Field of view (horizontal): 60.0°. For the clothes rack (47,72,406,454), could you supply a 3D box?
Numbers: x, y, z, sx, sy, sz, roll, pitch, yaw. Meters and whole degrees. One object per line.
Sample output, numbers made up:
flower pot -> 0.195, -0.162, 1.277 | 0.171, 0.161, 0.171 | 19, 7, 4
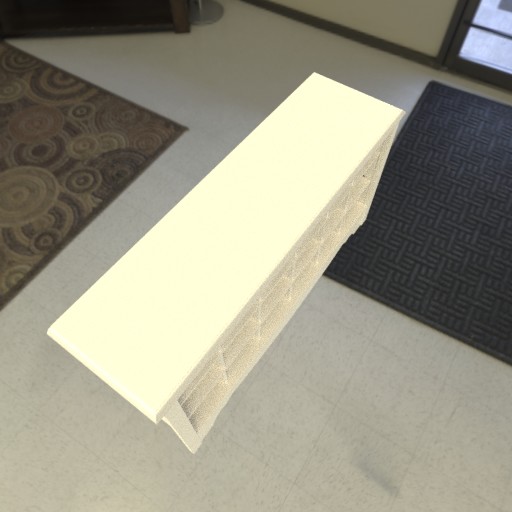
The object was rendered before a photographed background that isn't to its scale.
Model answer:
clothes rack -> 0.000, 0.000, 1.376 | 0.324, 0.531, 1.120 | 31, 63, 18
